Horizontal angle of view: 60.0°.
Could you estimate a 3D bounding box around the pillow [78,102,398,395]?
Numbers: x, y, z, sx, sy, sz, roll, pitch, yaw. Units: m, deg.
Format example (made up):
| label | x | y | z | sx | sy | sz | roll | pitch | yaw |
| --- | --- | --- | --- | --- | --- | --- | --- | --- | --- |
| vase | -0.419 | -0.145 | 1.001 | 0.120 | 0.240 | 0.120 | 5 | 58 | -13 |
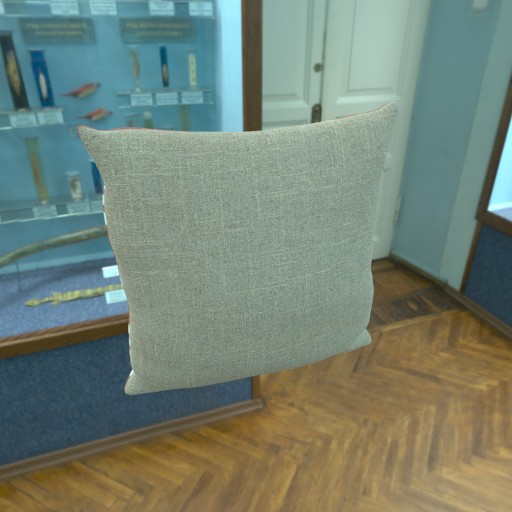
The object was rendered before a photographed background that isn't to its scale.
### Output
| label | x | y | z | sx | sy | sz | roll | pitch | yaw |
| --- | --- | --- | --- | --- | --- | --- | --- | --- | --- |
| pillow | 0.000 | 0.000 | 0.670 | 0.439 | 0.427 | 0.182 | -8 | 29 | -15 |
